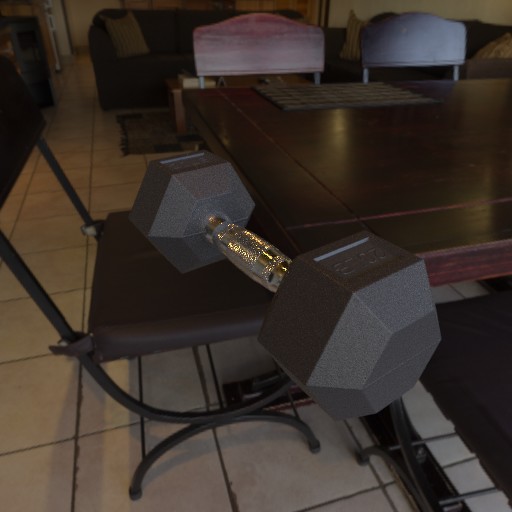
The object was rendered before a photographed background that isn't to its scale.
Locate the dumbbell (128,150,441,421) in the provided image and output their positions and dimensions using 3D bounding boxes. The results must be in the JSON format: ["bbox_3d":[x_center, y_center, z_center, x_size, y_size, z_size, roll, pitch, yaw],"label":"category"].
[{"bbox_3d":[0.000,0.000,0.330,0.106,0.092,0.272,-20,36,-30],"label":"dumbbell"}]
